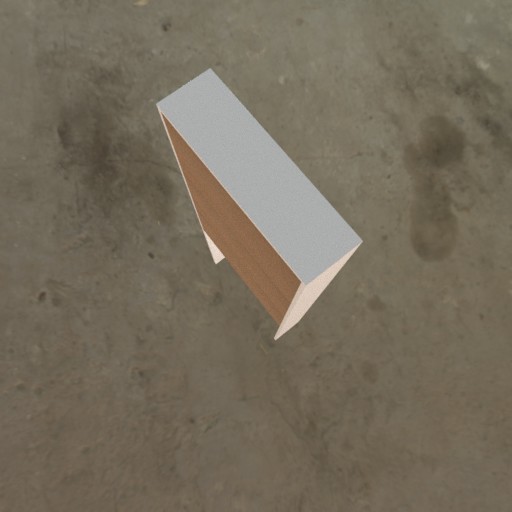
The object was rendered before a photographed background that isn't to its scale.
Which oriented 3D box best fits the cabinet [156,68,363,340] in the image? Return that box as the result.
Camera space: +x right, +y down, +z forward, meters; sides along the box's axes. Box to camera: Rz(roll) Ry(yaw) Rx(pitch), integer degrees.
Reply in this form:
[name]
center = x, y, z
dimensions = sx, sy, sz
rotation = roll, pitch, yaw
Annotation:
[cabinet]
center = 0.000, 0.000, 2.017
dimensions = 0.192, 1.770, 0.643
rotation = -37, 78, -9
